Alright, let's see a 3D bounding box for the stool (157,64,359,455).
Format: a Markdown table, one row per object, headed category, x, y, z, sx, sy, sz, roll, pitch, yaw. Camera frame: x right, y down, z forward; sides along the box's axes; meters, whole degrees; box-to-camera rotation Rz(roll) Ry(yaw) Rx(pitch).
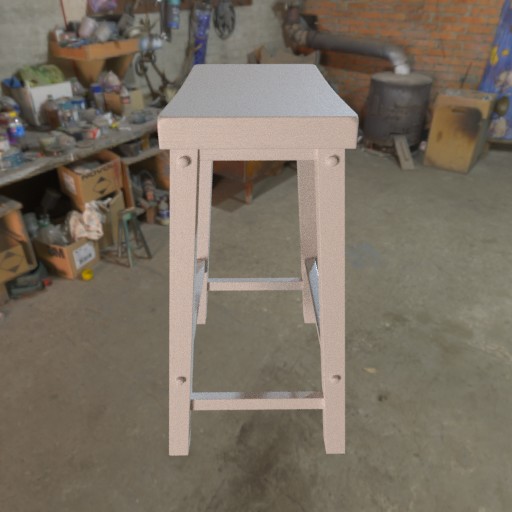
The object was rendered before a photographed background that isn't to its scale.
| category | x | y | z | sx | sy | sz | roll | pitch | yaw |
| --- | --- | --- | --- | --- | --- | --- | --- | --- | --- |
| stool | 0.000 | 0.000 | 0.829 | 0.322 | 0.610 | 0.406 | 0 | 31 | -1 |
